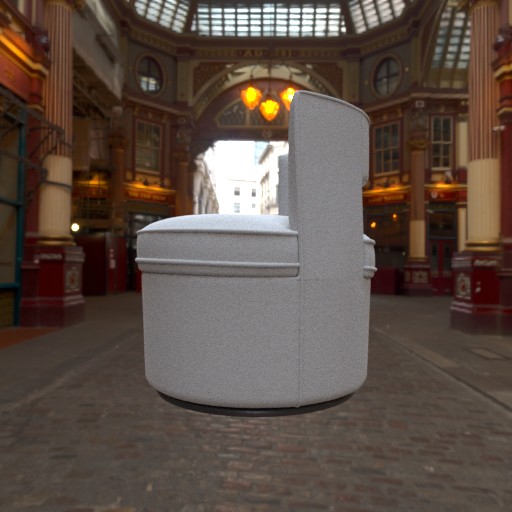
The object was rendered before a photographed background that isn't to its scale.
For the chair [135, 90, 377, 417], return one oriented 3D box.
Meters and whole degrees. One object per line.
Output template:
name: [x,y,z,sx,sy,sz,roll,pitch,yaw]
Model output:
chair: [0.000,0.000,1.256,0.665,0.723,0.650,0,-1,0]
